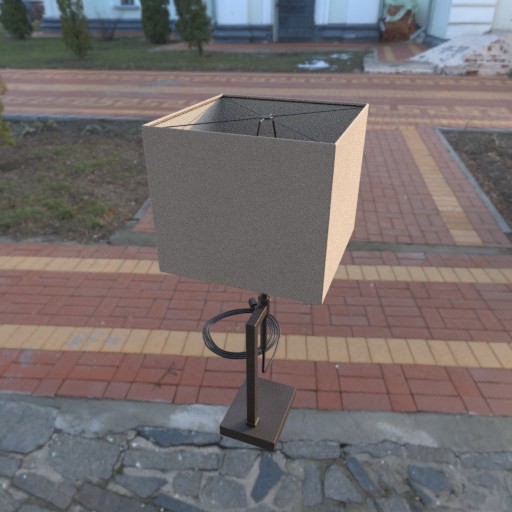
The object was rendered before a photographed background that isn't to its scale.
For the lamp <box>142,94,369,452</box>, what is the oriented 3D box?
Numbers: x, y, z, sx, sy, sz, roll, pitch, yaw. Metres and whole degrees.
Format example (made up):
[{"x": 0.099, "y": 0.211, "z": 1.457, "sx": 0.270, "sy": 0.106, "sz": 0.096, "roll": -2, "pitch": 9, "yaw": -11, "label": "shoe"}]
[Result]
[{"x": 0.000, "y": 0.000, "z": 0.972, "sx": 0.399, "sy": 0.660, "sz": 0.504, "roll": 11, "pitch": 31, "yaw": 18, "label": "lamp"}]
